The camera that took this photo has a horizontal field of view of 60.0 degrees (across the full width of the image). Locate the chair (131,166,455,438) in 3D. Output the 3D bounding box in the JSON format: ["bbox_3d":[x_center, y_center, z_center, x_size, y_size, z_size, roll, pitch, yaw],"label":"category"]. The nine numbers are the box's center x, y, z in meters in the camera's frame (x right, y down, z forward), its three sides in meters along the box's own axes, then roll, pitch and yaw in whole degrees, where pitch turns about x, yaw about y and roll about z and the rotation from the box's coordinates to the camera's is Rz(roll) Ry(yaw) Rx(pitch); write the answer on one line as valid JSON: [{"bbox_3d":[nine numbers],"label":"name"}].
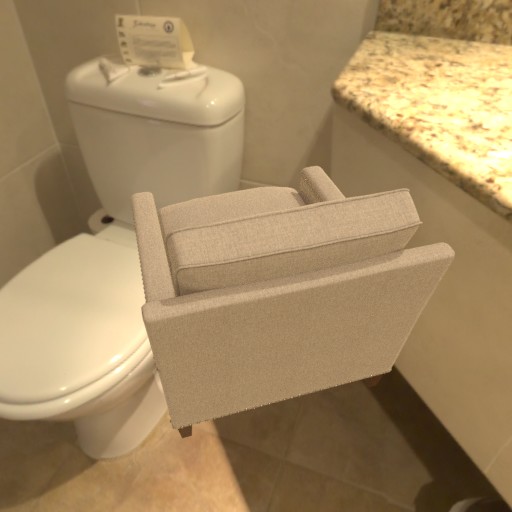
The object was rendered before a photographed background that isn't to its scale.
[{"bbox_3d":[0.000,0.000,1.695,0.853,0.943,1.014,-11,43,-12],"label":"chair"}]
